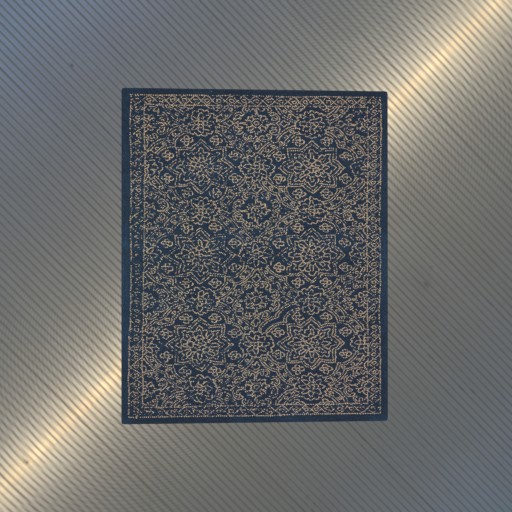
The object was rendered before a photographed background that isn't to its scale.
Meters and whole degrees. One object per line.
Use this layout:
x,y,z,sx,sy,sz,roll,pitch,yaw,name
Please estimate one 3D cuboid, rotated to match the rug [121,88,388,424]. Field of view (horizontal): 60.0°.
0.000,0.000,4.057,2.438,0.010,3.048,0,90,-2,rug
